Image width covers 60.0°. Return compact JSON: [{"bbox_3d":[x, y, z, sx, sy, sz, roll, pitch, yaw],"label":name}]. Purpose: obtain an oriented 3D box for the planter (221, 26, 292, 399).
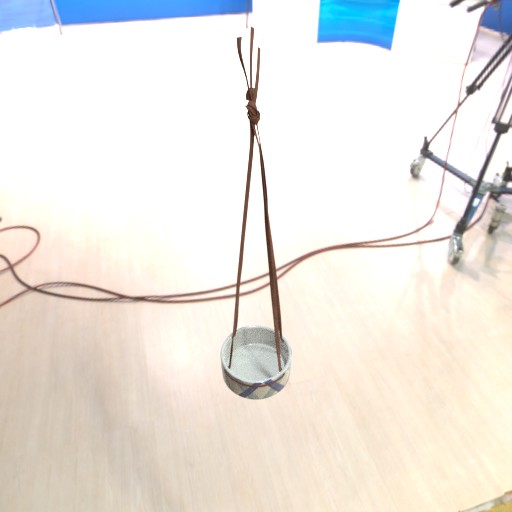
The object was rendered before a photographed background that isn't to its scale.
[{"bbox_3d":[0.000,0.000,0.821,0.166,0.751,0.166,25,47,26],"label":"planter"}]
